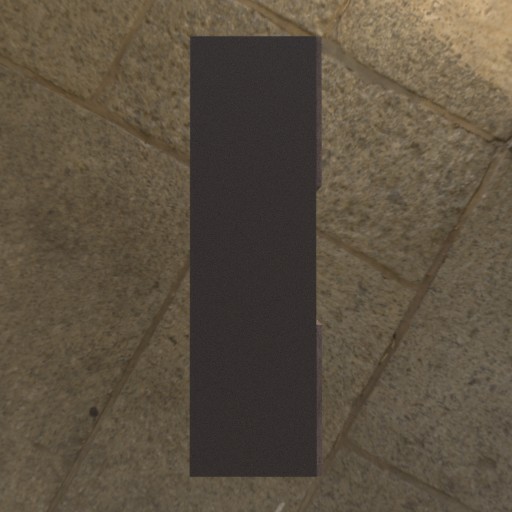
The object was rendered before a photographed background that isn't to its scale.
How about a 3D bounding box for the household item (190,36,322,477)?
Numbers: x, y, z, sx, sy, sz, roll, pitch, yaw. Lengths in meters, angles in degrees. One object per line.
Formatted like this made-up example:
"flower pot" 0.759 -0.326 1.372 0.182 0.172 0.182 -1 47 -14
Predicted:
"household item" 0.000 0.000 1.562 0.420 0.310 1.400 0 90 0
